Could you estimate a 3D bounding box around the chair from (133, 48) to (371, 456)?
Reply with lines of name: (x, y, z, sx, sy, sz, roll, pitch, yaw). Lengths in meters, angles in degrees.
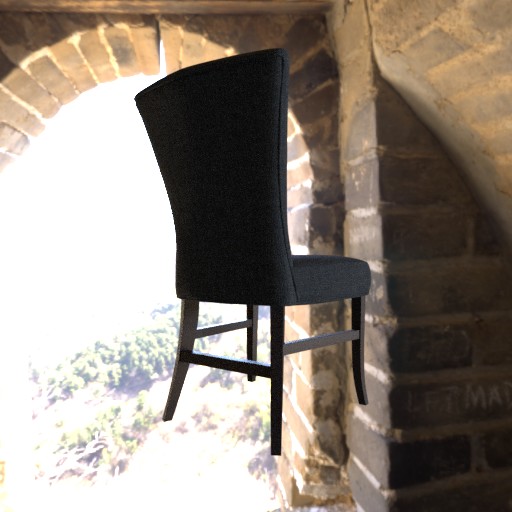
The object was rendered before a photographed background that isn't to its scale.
chair: (0.000, 0.000, 1.379, 0.520, 0.991, 0.660, 0, 0, 35)
